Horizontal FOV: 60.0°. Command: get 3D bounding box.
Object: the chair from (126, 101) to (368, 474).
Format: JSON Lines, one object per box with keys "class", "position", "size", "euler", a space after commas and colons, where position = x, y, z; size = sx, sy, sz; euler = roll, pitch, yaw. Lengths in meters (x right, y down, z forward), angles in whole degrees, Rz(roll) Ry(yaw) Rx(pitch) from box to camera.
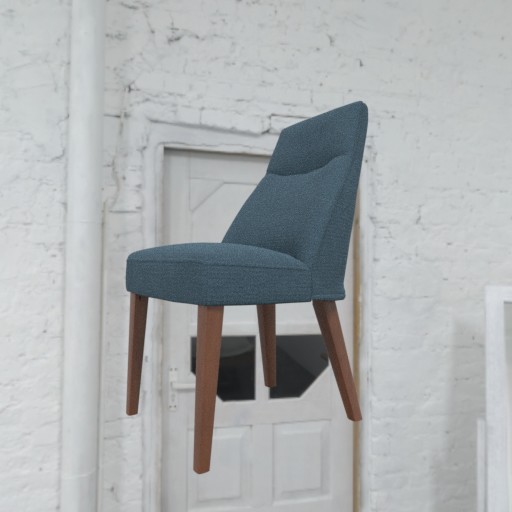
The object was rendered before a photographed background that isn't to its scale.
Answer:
{"class": "chair", "position": [0.000, 0.000, 1.300], "size": [0.620, 0.930, 0.500], "euler": [0, 0, -36]}
